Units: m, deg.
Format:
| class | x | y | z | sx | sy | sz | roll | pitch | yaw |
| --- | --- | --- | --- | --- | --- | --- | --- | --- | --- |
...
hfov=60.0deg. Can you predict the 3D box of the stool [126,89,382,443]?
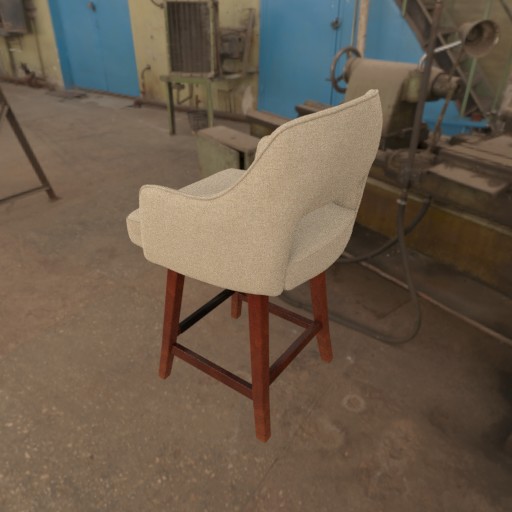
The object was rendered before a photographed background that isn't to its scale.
| class | x | y | z | sx | sy | sz | roll | pitch | yaw |
| --- | --- | --- | --- | --- | --- | --- | --- | --- | --- |
| stool | 0.000 | 0.000 | 1.281 | 0.560 | 0.936 | 0.550 | 21 | 37 | 30 |
